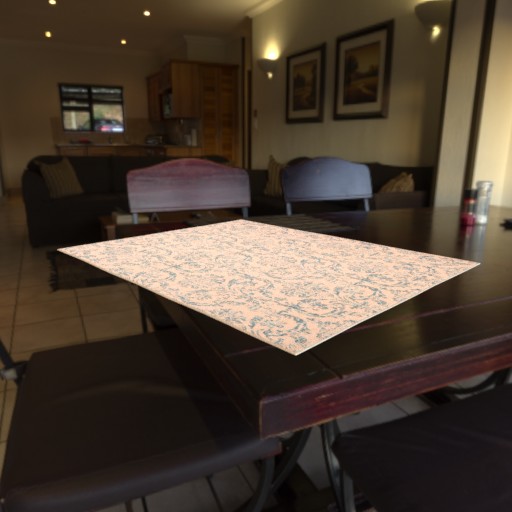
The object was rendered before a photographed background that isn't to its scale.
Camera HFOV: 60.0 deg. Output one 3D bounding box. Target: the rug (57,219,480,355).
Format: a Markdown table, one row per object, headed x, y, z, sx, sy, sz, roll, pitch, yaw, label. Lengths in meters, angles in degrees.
| x | y | z | sx | sy | sz | roll | pitch | yaw | label |
| --- | --- | --- | --- | --- | --- | --- | --- | --- | --- |
| 0.000 | 0.000 | 3.959 | 2.363 | 0.012 | 2.980 | -14 | 20 | -42 | rug |
